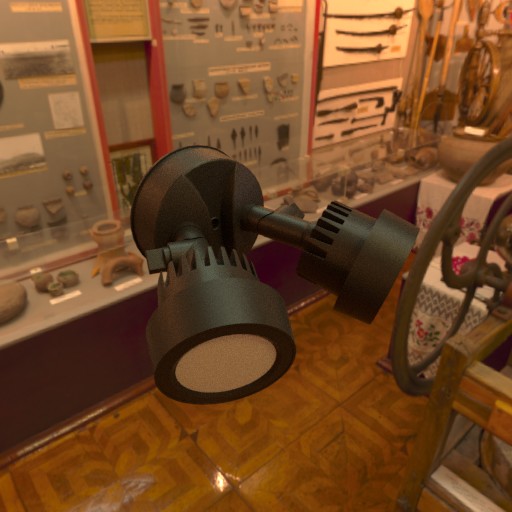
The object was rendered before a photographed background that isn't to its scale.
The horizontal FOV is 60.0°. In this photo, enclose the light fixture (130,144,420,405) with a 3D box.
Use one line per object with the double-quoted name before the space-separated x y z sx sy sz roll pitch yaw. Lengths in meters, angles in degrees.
"light fixture" 0.000 0.000 0.311 0.213 0.120 0.168 -21 36 -33
